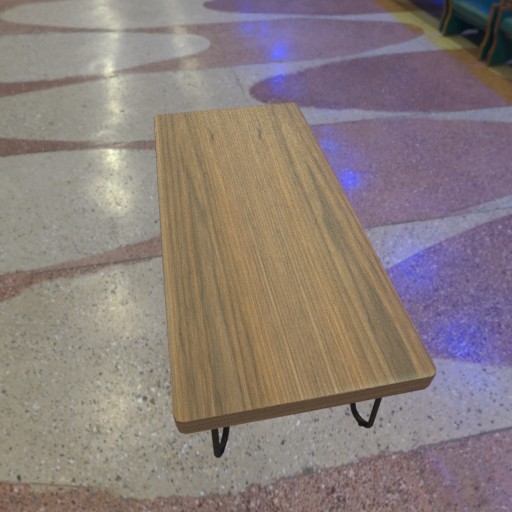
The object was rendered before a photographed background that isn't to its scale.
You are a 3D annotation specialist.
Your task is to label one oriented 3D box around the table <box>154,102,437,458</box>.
[{"bbox_3d":[0.000,0.000,1.651,0.637,0.468,1.375,-8,47,-7],"label":"table"}]
